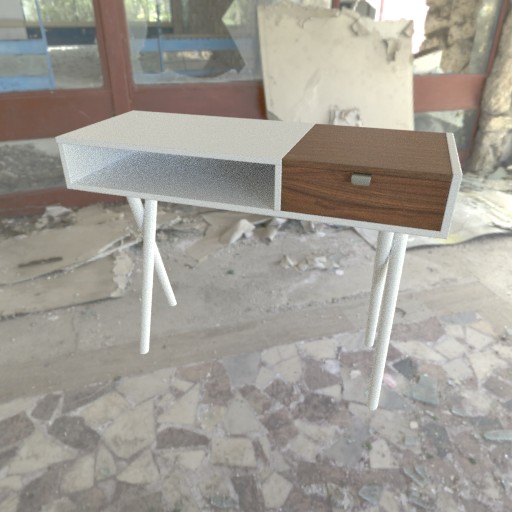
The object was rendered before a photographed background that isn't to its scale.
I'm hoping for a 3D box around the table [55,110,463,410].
[{"bbox_3d":[0.000,0.000,1.451,1.066,0.785,0.418,9,30,16],"label":"table"}]
